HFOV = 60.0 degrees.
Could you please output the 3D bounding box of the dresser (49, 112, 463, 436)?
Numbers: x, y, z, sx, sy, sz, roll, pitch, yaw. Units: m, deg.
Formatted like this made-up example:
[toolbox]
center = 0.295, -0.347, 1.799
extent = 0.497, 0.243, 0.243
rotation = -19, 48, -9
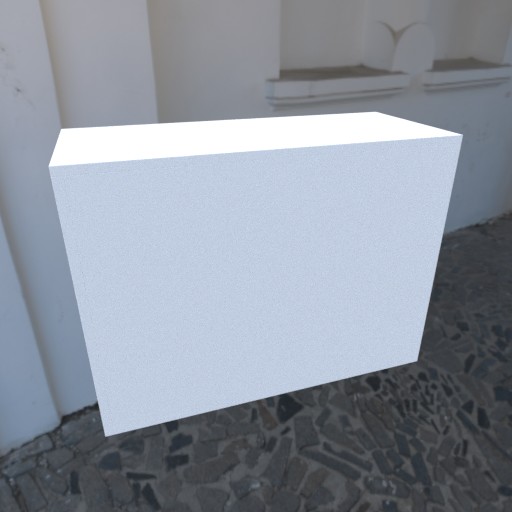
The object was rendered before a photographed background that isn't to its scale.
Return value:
[dresser]
center = 0.000, 0.000, 1.494
extent = 1.100, 0.820, 0.460
rotation = -8, 27, -16
